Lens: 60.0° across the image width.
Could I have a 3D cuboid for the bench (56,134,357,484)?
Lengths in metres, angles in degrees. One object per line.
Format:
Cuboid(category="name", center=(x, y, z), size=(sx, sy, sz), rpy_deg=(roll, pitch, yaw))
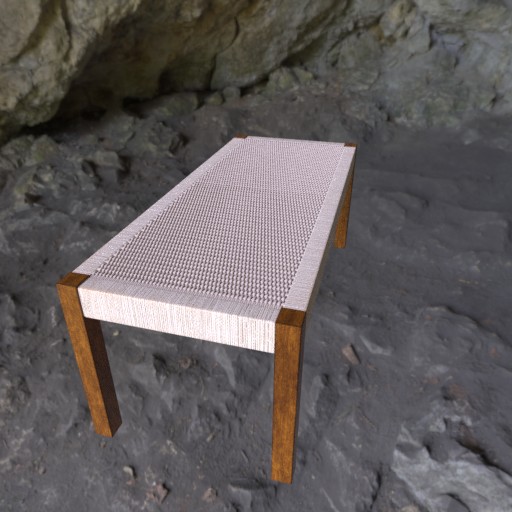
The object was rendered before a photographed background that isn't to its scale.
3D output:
Cuboid(category="bench", center=(0.000, 0.000, 1.452), size=(0.507, 0.457, 1.198), rpy_deg=(8, 31, 14))
